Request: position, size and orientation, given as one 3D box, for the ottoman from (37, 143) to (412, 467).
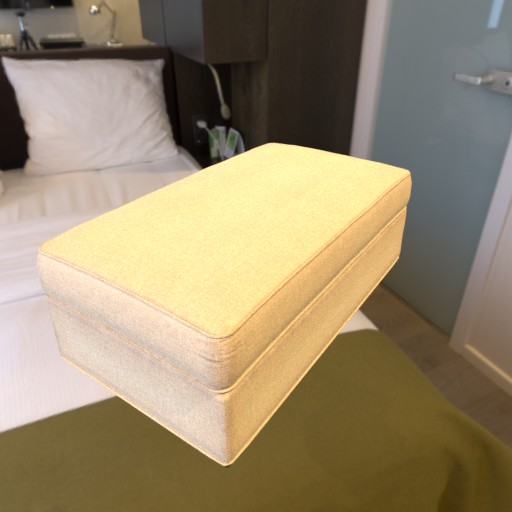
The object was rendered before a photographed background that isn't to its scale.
[{"bbox_3d":[0.000,0.000,1.410,0.617,0.448,1.097,20,36,29],"label":"ottoman"}]
